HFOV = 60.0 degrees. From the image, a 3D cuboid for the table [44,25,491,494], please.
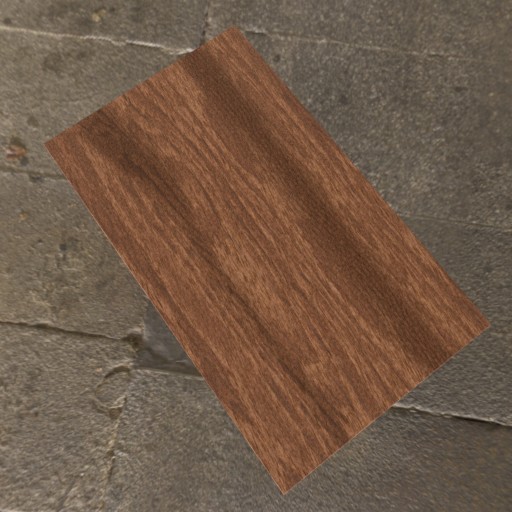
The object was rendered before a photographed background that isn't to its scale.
[{"bbox_3d":[0.000,0.000,1.785,0.801,0.724,1.349,-36,79,-8],"label":"table"}]
